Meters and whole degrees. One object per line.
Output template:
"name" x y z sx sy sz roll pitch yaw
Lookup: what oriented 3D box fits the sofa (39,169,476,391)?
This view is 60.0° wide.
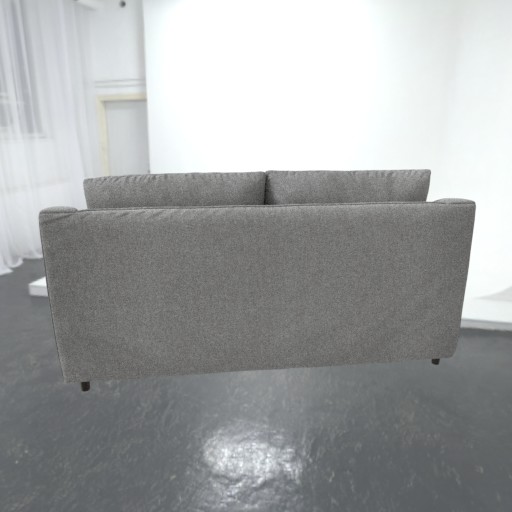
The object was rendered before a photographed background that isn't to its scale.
"sofa" 0.000 0.000 2.561 2.010 1.018 1.072 -2 15 -8
